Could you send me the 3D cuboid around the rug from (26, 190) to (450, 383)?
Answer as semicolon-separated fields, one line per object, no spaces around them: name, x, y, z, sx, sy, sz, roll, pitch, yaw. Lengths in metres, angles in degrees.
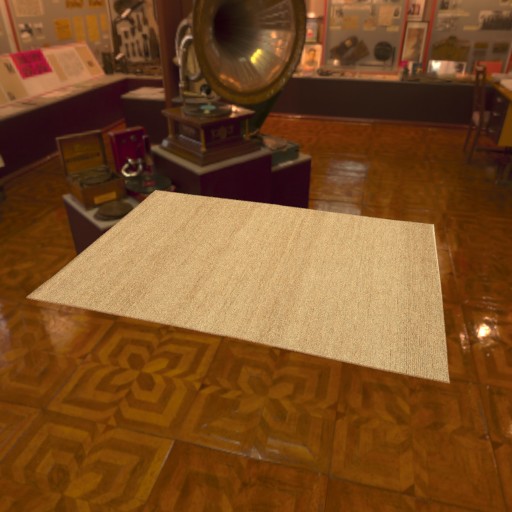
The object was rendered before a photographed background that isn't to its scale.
rug;0.000;0.000;2.899;2.283;0.030;1.596;9;33;14
